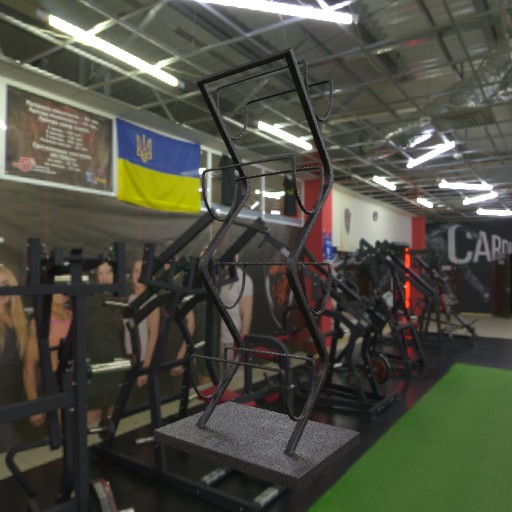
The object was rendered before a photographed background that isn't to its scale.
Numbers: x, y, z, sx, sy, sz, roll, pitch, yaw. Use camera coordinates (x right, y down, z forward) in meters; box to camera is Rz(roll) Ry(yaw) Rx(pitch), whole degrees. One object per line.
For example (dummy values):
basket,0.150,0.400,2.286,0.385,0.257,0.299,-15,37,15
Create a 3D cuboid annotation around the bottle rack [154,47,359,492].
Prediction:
bottle rack,0.000,0.000,0.670,0.254,0.559,0.178,-1,-1,36
